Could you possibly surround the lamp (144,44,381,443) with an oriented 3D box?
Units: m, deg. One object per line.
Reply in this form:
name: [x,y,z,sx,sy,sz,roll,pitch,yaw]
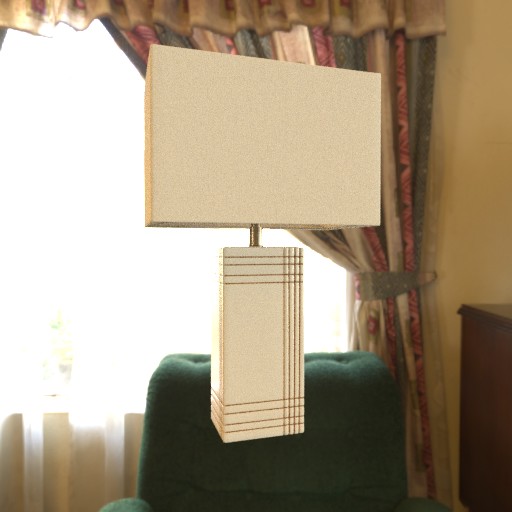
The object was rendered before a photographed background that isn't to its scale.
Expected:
lamp: [0.000,0.000,0.700,0.334,0.543,0.182,0,1,-17]
